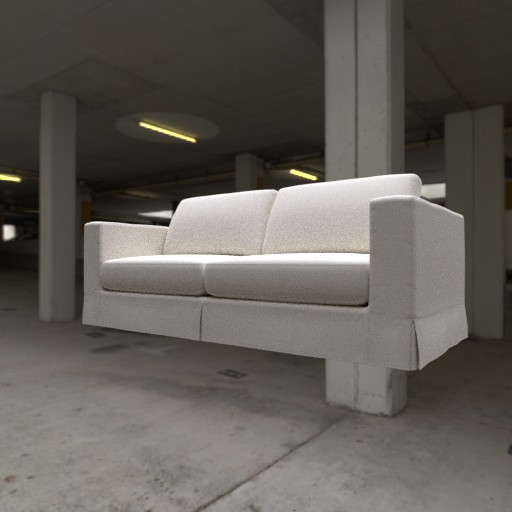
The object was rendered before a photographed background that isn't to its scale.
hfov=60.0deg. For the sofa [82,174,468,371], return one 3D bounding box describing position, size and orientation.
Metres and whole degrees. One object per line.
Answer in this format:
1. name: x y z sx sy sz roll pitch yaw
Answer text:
1. sofa: 0.000 0.000 2.660 2.163 0.881 0.954 0 -1 36
